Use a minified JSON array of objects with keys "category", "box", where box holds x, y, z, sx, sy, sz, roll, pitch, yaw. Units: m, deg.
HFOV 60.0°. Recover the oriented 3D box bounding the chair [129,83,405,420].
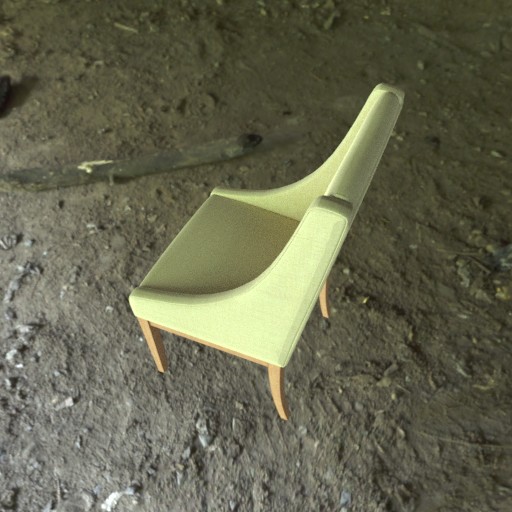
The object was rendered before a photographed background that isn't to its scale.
[{"category":"chair","box":[0.000,0.000,1.417,0.611,1.021,0.575,18,50,16]}]
